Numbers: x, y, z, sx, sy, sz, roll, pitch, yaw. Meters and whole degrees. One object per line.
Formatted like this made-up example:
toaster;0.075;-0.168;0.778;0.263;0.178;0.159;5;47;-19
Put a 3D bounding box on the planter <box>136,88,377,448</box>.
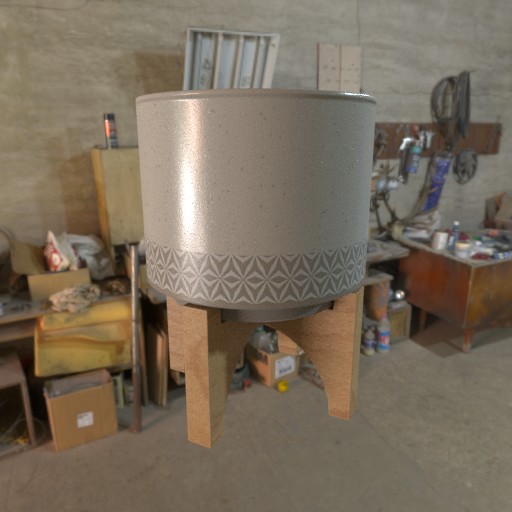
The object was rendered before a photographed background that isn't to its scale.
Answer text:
planter;0.000;0.000;0.269;0.130;0.178;0.130;0;15;0
